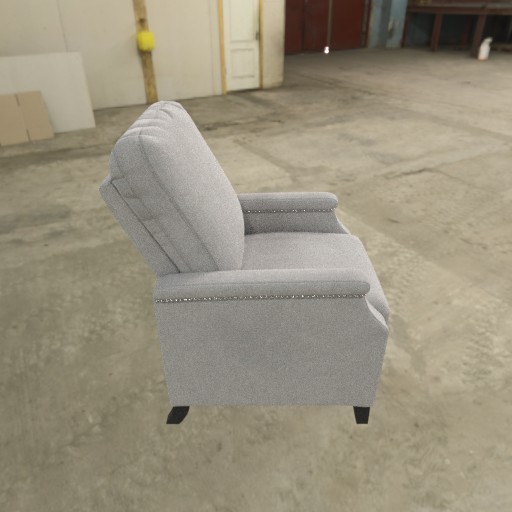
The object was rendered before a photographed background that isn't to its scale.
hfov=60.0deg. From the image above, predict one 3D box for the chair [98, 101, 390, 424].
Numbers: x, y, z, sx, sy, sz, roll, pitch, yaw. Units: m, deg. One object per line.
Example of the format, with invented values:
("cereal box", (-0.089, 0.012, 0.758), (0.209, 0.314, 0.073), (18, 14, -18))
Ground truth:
("chair", (0.000, 0.000, 1.675), (0.922, 1.049, 0.710), (0, 31, 0))
